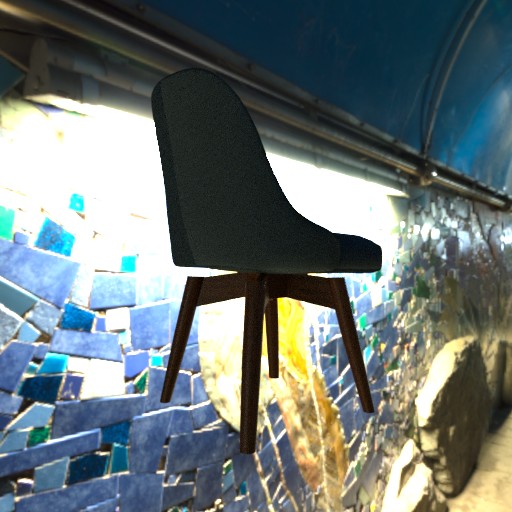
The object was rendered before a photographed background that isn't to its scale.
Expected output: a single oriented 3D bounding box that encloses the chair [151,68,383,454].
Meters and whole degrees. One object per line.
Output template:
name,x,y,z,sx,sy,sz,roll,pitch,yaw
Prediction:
chair,0.000,0.000,1.279,0.589,0.882,0.503,0,1,-37
